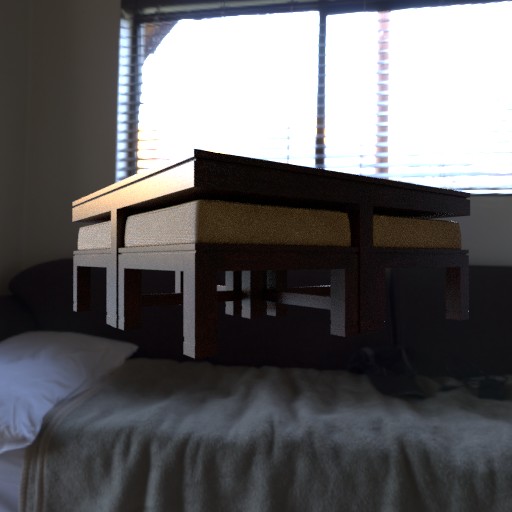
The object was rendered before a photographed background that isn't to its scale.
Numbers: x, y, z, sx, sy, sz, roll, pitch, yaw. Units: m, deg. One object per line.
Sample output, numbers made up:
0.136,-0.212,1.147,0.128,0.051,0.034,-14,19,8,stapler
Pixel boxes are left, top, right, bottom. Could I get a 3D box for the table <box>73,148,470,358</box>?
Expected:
0.000,0.000,1.350,0.865,0.356,0.865,0,0,-35,table
